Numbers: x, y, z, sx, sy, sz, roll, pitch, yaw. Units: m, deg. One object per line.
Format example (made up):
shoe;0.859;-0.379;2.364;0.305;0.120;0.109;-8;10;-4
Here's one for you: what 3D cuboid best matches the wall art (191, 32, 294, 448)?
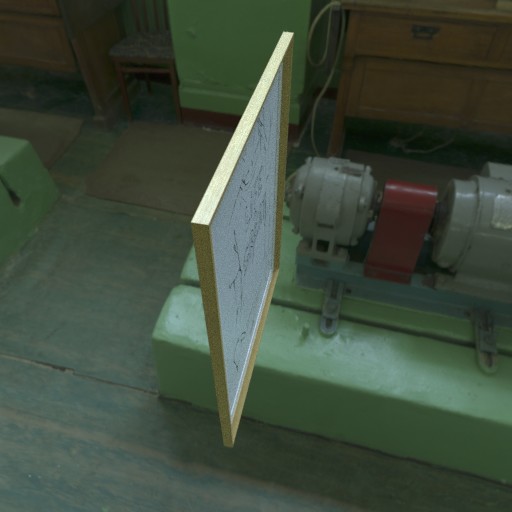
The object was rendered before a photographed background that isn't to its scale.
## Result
wall art;0.000;0.000;1.345;0.030;1.002;0.798;10;48;9
